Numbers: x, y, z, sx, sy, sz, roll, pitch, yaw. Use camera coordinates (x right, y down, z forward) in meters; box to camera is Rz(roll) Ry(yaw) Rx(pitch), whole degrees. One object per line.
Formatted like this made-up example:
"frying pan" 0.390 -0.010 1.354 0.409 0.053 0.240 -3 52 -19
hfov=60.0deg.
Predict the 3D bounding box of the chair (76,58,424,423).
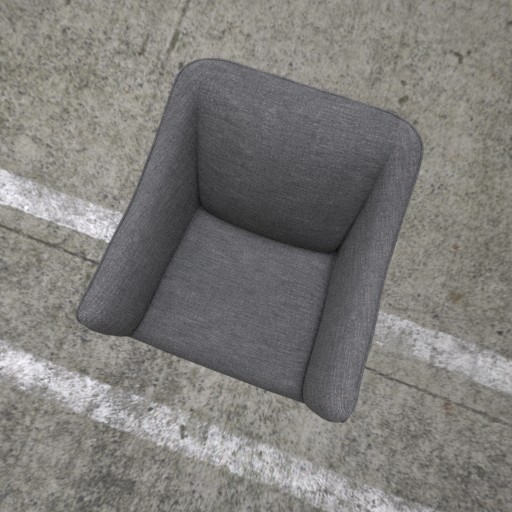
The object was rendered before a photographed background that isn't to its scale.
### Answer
"chair" 0.000 0.000 1.541 0.870 0.829 0.851 20 77 5
